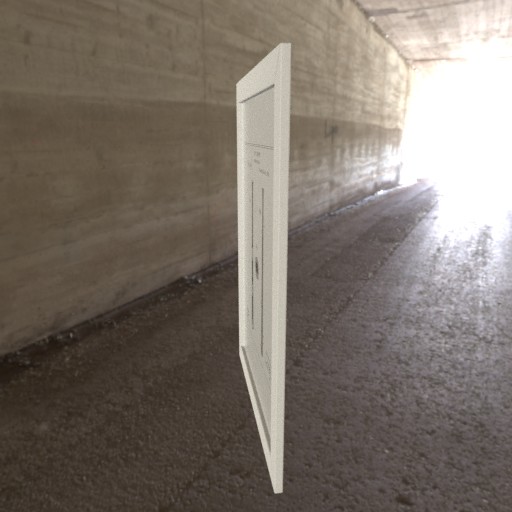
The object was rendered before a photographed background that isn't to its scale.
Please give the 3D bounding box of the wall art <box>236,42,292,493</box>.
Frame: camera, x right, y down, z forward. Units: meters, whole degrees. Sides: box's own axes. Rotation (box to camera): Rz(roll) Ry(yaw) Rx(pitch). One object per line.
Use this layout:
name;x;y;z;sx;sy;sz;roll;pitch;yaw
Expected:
wall art;0.000;0.000;0.675;0.012;0.529;0.374;-2;16;-9
